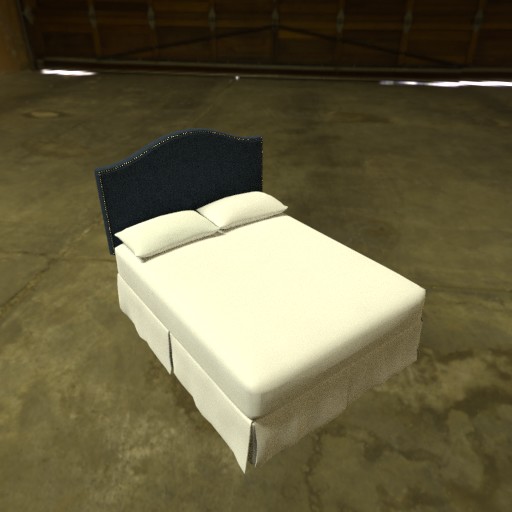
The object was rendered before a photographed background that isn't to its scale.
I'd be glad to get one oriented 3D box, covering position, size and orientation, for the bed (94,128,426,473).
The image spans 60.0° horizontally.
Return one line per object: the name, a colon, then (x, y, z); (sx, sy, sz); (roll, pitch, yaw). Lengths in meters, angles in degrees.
bed: (0.000, 0.000, 3.439); (1.713, 1.518, 2.153); (-21, 36, -31)
